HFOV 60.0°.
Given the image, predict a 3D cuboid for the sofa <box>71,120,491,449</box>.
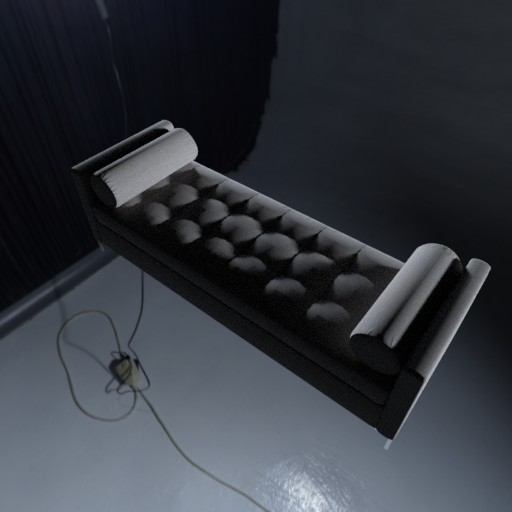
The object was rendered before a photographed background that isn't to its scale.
[{"bbox_3d":[0.000,0.000,2.303,1.981,0.635,0.686,30,52,26],"label":"sofa"}]
